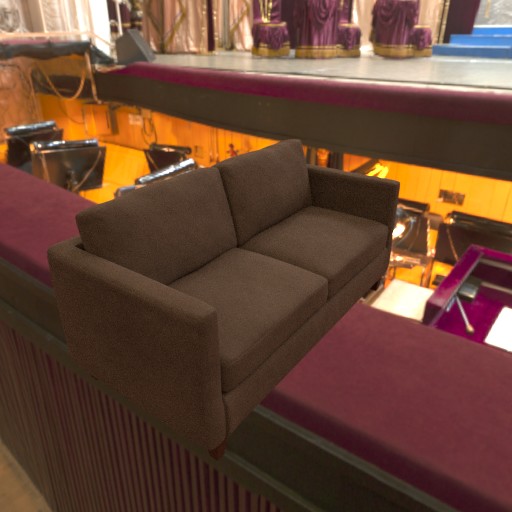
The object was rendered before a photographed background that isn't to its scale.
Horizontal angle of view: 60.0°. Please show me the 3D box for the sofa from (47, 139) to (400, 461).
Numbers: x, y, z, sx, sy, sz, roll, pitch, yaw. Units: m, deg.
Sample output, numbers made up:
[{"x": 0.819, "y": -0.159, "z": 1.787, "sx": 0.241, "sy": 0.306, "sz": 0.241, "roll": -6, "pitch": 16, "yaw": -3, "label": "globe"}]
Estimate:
[{"x": 0.000, "y": 0.000, "z": 2.469, "sx": 0.950, "sy": 0.963, "sz": 1.884, "roll": 18, "pitch": 32, "yaw": 32, "label": "sofa"}]
